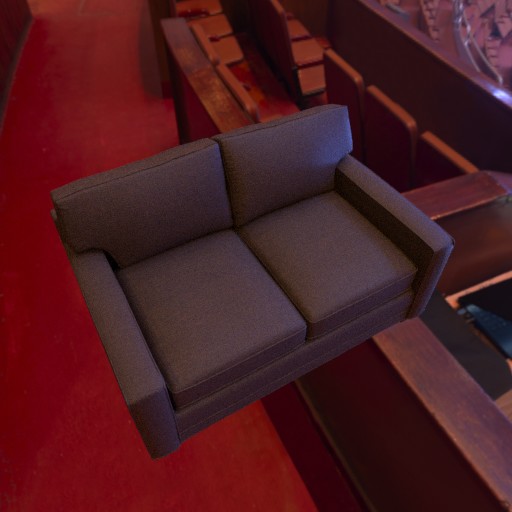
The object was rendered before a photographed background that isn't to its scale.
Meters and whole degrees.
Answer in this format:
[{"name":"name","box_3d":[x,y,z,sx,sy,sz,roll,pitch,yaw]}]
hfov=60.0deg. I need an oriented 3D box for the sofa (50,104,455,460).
[{"name":"sofa","box_3d":[0.000,0.000,2.083,1.534,0.887,0.974,-23,51,-20]}]
